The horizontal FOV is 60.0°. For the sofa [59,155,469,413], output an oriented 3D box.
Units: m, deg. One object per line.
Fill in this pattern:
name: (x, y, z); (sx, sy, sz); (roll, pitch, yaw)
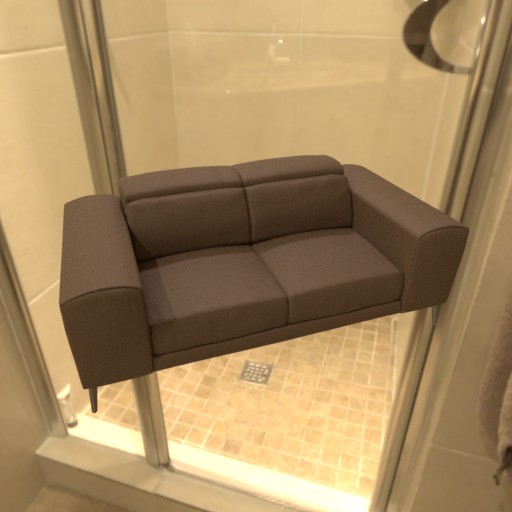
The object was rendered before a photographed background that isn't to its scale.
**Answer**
sofa: (0.000, 0.000, 2.390); (1.895, 0.779, 1.003); (-10, 31, -17)
